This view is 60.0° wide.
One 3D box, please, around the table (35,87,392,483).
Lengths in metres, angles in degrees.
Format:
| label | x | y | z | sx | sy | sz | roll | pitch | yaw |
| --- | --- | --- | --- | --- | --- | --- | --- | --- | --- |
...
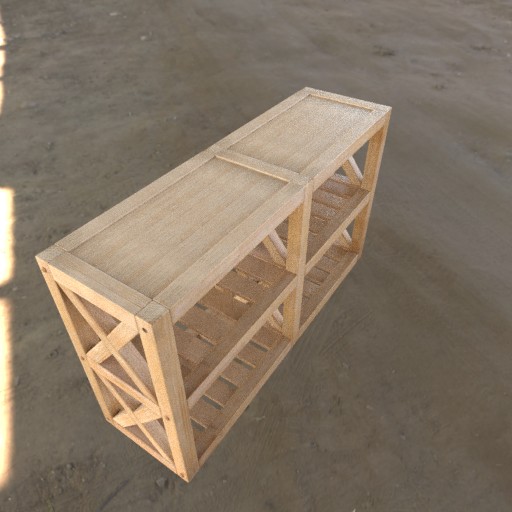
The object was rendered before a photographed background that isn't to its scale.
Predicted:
| label | x | y | z | sx | sy | sz | roll | pitch | yaw |
| --- | --- | --- | --- | --- | --- | --- | --- | --- | --- |
| table | 0.000 | 0.000 | 1.626 | 0.381 | 0.762 | 1.320 | 24 | 47 | 25 |
